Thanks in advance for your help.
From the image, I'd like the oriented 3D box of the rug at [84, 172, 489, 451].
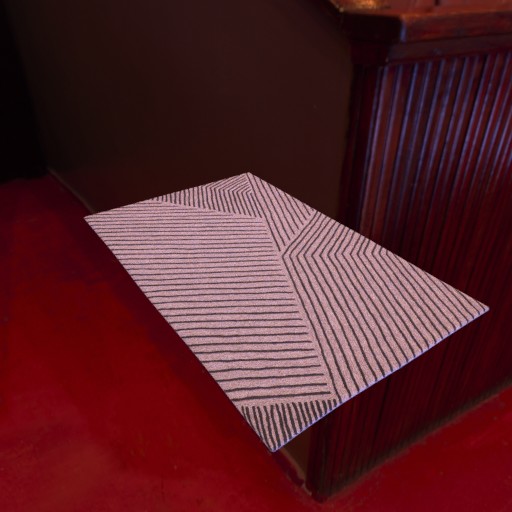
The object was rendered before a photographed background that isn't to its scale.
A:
[{"bbox_3d":[0.000,0.000,2.948,1.539,0.023,2.406,-21,39,-29],"label":"rug"}]
